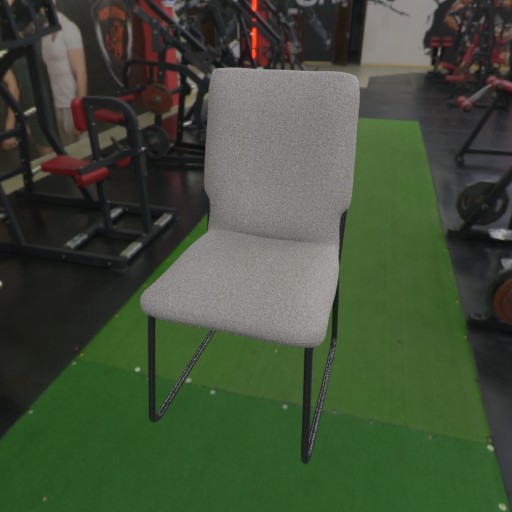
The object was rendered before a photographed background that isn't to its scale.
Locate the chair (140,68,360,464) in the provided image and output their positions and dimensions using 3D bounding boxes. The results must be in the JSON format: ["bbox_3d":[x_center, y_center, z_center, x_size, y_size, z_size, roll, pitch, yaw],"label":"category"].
[{"bbox_3d":[0.000,0.000,1.173,0.448,0.864,0.560,9,31,15],"label":"chair"}]
